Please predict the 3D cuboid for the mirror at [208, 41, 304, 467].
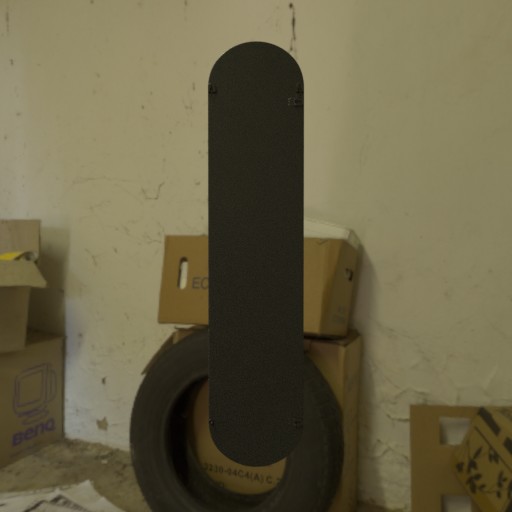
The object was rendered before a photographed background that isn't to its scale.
[{"bbox_3d":[0.000,0.000,1.043,0.222,0.991,0.032,0,1,1],"label":"mirror"}]
